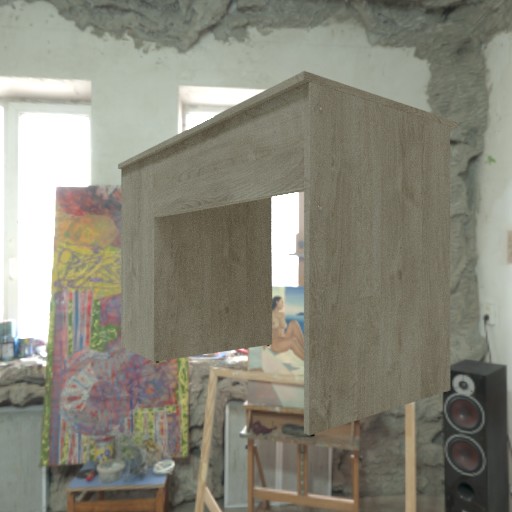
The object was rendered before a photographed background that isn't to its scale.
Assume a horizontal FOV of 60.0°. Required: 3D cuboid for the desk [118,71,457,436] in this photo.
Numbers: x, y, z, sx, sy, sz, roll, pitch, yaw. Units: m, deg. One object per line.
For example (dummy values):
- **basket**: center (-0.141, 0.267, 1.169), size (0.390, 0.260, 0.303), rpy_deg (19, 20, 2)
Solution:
- **desk**: center (0.000, 0.000, 1.482), size (0.560, 0.730, 1.096), rpy_deg (0, 0, -36)
